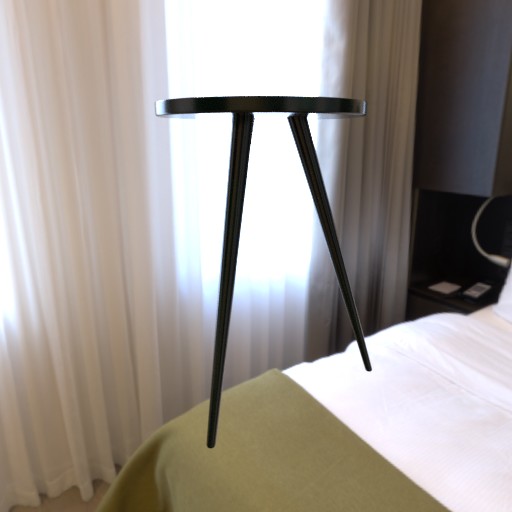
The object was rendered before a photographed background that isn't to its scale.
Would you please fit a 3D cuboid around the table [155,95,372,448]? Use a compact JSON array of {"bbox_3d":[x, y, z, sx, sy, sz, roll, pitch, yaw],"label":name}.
[{"bbox_3d":[0.000,0.000,0.839,0.403,0.548,0.415,8,17,26],"label":"table"}]
